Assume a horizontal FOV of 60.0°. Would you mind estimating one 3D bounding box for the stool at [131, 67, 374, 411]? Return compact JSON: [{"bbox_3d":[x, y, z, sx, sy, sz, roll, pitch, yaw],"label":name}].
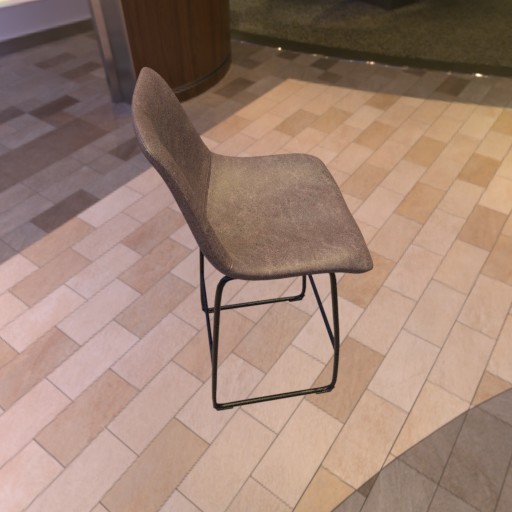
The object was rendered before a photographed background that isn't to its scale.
[{"bbox_3d":[0.000,0.000,1.391,0.561,1.082,0.514,-7,47,-7],"label":"stool"}]
